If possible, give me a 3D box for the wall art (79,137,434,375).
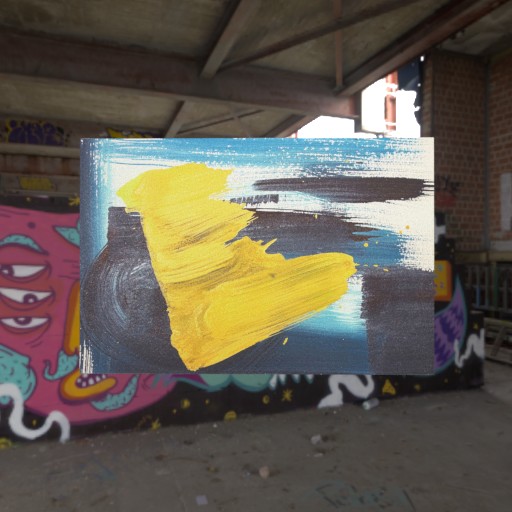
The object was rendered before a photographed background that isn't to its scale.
[{"bbox_3d":[0.000,0.000,0.777,0.609,0.406,0.033,0,0,1],"label":"wall art"}]
